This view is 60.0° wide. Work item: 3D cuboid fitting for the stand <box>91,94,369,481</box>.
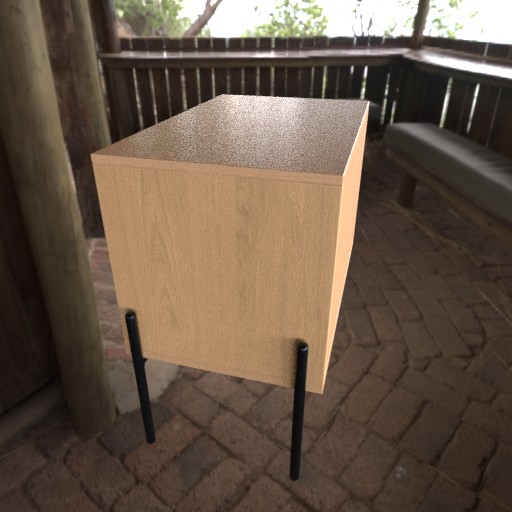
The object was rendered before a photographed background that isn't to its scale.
[{"bbox_3d":[0.000,0.000,1.008,0.400,0.600,0.630,8,30,14],"label":"stand"}]
